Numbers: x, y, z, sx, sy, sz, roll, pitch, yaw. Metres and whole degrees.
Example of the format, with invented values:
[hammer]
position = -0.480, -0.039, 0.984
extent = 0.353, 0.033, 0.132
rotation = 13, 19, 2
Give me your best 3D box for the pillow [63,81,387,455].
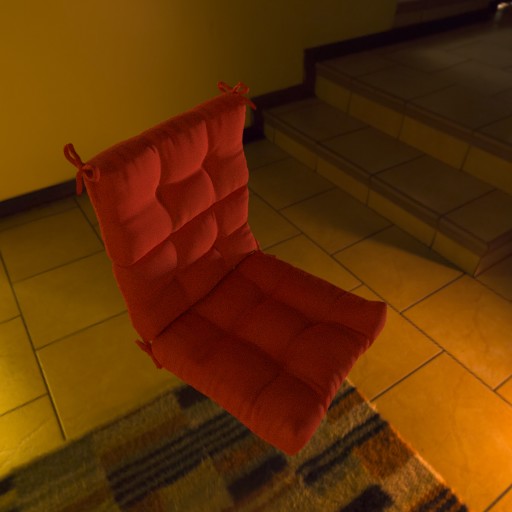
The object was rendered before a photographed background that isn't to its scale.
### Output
[pillow]
position = 0.000, 0.000, 1.041
extent = 0.571, 0.605, 0.519
rotation = 26, 47, 26
